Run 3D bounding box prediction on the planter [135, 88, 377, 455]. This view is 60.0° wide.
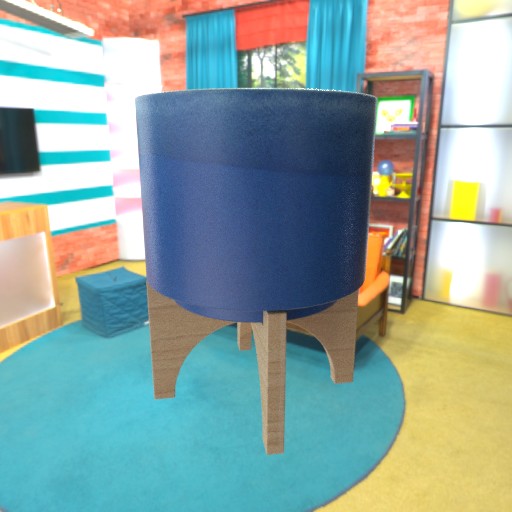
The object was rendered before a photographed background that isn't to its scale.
[{"bbox_3d":[0.000,0.000,0.396,0.192,0.263,0.192,0,15,0],"label":"planter"}]
